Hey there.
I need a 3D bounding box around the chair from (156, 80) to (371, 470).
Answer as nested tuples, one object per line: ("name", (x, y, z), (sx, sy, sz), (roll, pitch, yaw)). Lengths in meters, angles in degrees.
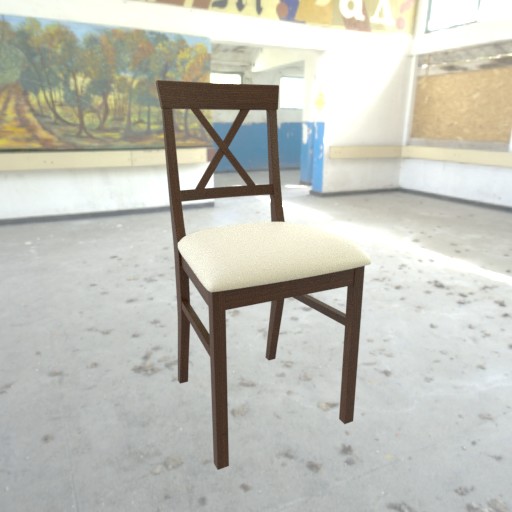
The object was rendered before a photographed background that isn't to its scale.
("chair", (0.000, 0.000, 1.209), (0.440, 0.913, 0.480), (-8, 19, -25))
